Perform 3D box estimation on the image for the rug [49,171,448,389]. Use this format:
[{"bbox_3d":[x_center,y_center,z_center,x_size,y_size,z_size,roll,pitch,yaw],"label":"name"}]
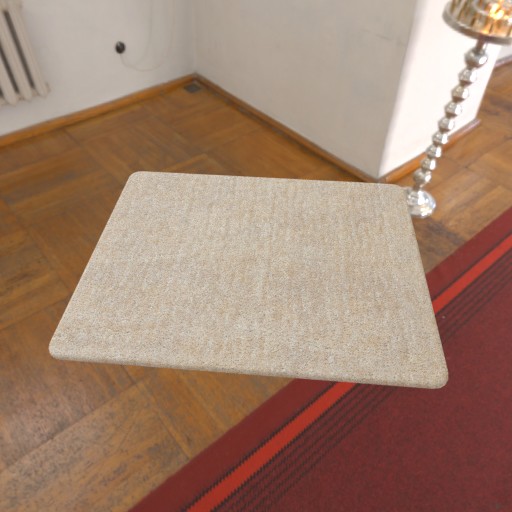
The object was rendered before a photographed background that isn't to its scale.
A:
[{"bbox_3d":[0.000,0.000,3.429,2.528,0.048,2.009,4,46,3],"label":"rug"}]
